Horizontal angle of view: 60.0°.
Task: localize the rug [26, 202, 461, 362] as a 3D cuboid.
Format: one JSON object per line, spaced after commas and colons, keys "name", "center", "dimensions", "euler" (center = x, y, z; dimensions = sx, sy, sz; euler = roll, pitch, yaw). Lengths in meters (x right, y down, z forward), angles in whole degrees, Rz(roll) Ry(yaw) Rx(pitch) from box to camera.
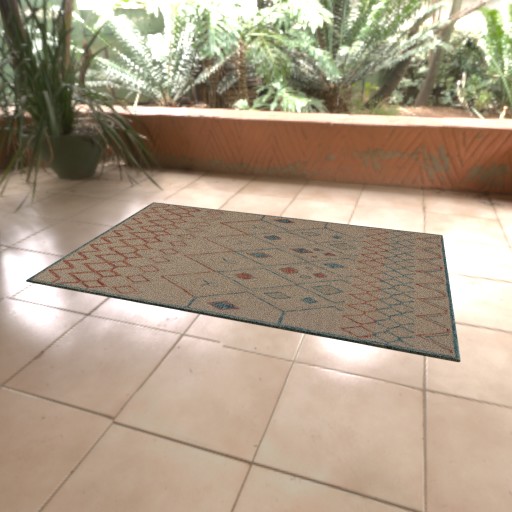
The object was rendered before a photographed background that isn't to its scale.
{"name": "rug", "center": [0.000, 0.000, 2.993], "dimensions": [2.438, 0.015, 1.524], "euler": [8, 27, 16]}
